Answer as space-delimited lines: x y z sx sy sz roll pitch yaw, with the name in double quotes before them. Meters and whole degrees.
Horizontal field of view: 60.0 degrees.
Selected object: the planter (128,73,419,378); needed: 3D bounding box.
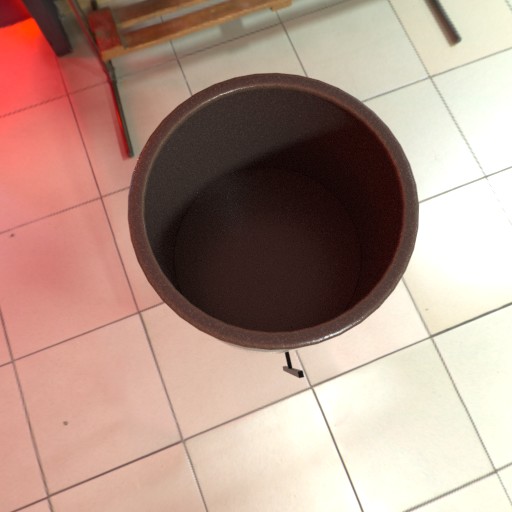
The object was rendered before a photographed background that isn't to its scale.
"planter" 0.000 0.000 0.521 0.260 0.353 0.250 11 77 3
